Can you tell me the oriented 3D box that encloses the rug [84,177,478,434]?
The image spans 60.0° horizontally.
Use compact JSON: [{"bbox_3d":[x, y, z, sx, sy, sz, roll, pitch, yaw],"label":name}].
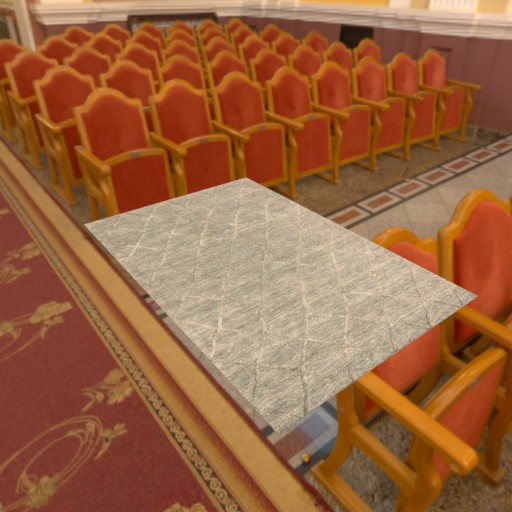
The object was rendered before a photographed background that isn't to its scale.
[{"bbox_3d":[0.000,0.000,2.971,1.521,0.006,2.283,-22,38,-31],"label":"rug"}]
